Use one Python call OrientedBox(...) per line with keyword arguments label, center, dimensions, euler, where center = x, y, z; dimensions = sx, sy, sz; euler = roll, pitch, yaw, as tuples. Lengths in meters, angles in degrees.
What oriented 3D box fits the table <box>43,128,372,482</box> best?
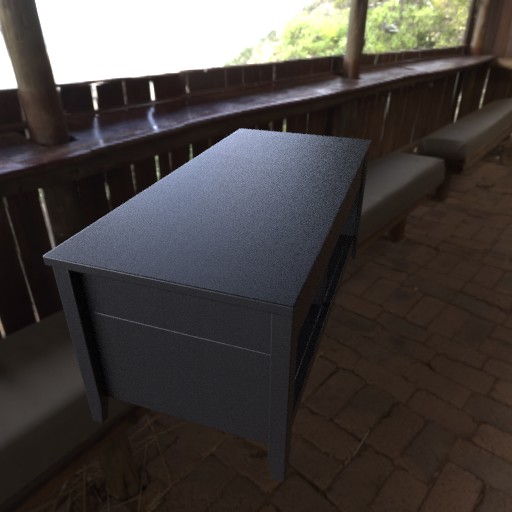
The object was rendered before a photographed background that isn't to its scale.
OrientedBox(label="table", center=(0.000, 0.000, 1.282), dimensions=(0.483, 0.457, 1.016), euler=(10, 31, 17))
